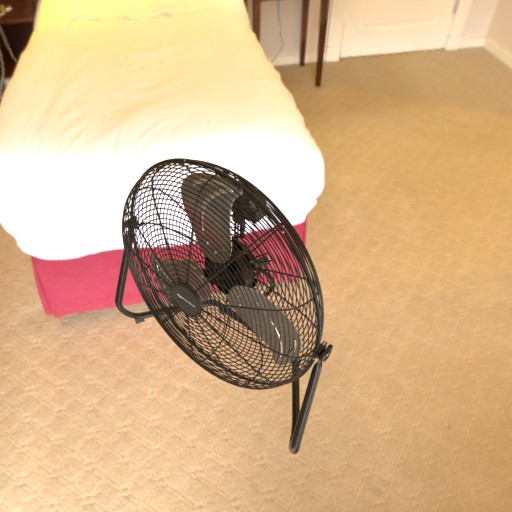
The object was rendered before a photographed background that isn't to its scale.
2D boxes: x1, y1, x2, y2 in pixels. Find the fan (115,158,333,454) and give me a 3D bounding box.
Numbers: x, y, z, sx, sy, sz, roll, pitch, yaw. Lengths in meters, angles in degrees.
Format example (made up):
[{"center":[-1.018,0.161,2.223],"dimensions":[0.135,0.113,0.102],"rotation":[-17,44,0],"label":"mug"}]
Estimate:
[{"center":[0.000,0.000,0.944],"dimensions":[0.555,0.546,0.424],"rotation":[31,54,26],"label":"fan"}]
